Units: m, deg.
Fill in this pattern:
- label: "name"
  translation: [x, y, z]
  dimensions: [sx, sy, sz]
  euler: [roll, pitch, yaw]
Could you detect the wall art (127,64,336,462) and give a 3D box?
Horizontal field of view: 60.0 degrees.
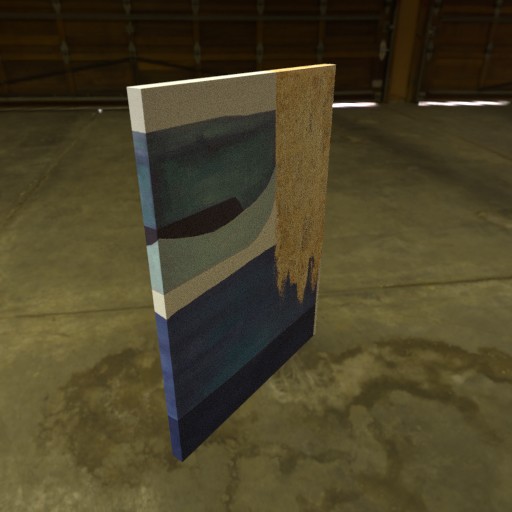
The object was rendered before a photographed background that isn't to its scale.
- label: "wall art"
  translation: [0.000, 0.000, 0.802]
  dimensions: [0.026, 0.613, 0.458]
  euler: [19, 33, 32]
